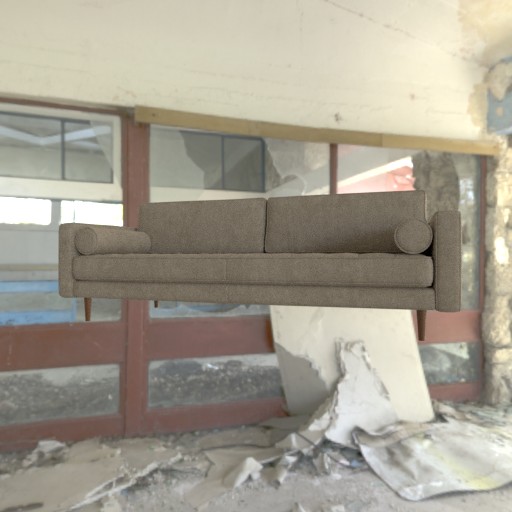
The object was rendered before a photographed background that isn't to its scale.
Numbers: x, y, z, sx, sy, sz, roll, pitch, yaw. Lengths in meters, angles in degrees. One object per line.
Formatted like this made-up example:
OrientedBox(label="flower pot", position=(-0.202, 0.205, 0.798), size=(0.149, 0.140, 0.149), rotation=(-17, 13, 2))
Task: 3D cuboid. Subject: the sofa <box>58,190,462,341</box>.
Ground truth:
OrientedBox(label="sofa", position=(0.000, 0.000, 2.666), size=(2.200, 0.770, 0.919), rotation=(0, 0, 19))
